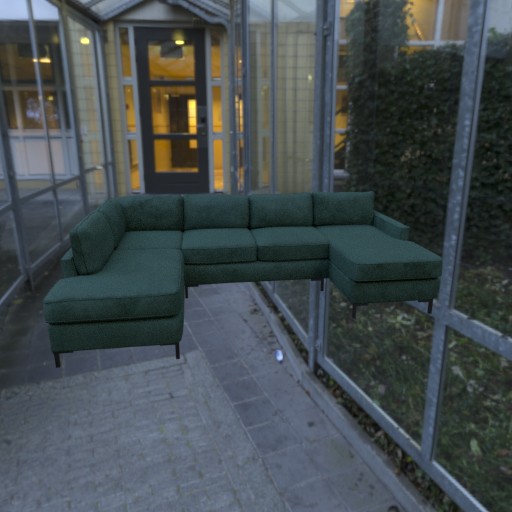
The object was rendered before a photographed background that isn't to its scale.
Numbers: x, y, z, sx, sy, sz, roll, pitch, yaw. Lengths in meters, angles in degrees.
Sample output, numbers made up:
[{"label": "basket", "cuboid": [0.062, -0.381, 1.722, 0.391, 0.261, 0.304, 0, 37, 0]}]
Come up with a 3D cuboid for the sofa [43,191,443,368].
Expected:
[{"label": "sofa", "cuboid": [0.000, 0.000, 3.882, 2.994, 0.861, 1.992, -2, 17, -8]}]
